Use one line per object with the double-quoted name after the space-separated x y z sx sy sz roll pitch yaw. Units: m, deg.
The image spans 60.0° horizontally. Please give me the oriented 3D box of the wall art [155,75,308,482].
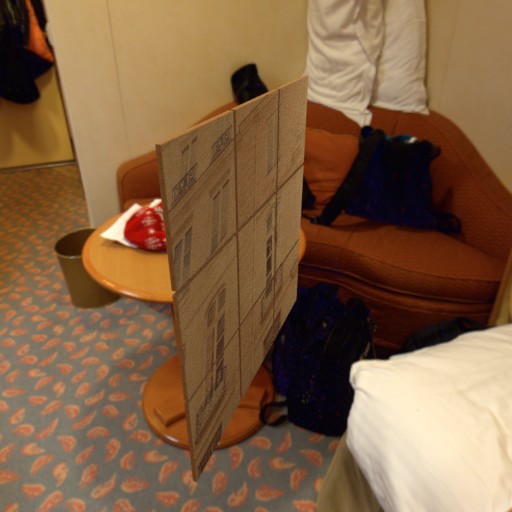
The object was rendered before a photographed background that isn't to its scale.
0.000 0.000 1.341 0.018 0.913 0.915 11 31 19 "wall art"
